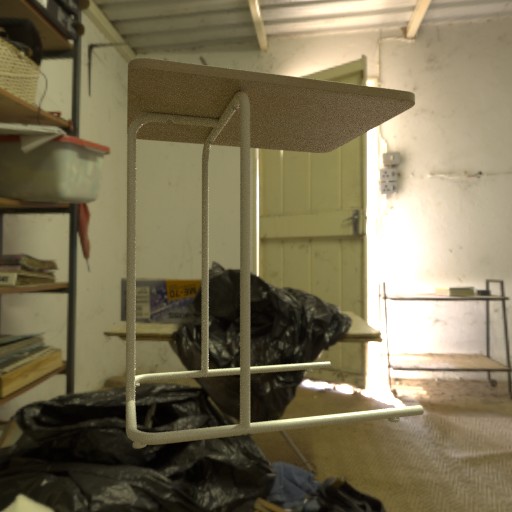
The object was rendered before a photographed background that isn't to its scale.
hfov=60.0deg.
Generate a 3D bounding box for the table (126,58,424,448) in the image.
[{"bbox_3d":[0.000,0.000,0.857,0.480,0.550,0.370,0,-1,-16],"label":"table"}]
